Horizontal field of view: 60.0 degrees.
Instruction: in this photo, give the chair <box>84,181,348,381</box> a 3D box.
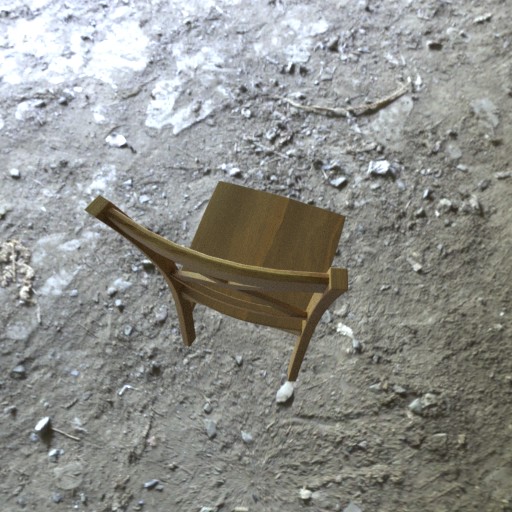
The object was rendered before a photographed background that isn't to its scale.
[{"bbox_3d":[0.000,0.000,1.304,0.485,0.983,0.542,17,64,8],"label":"chair"}]
